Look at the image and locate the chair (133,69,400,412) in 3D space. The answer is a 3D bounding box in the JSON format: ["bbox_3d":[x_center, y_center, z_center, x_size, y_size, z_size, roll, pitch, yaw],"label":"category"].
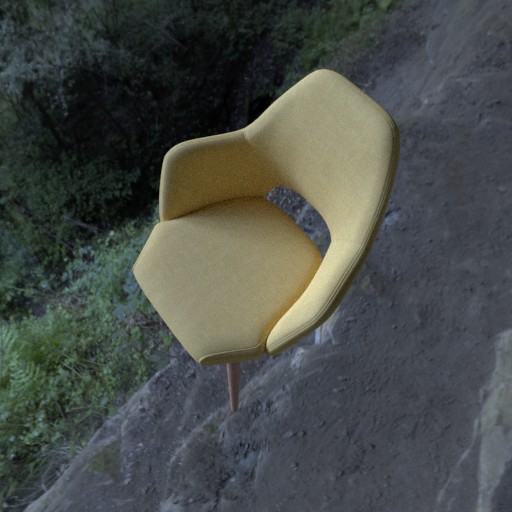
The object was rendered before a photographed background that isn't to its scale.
[{"bbox_3d":[0.000,0.000,1.239,0.610,0.840,0.590,-35,68,-17],"label":"chair"}]
